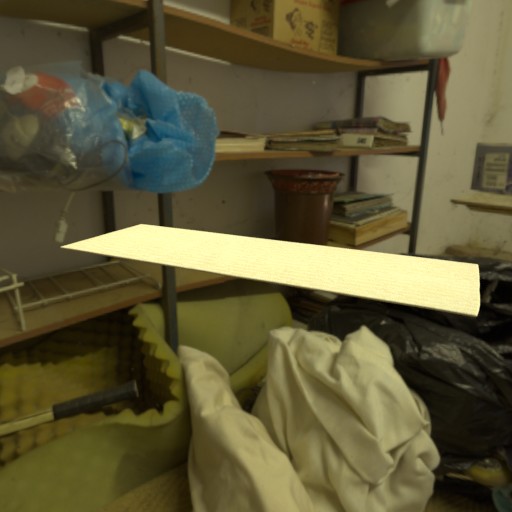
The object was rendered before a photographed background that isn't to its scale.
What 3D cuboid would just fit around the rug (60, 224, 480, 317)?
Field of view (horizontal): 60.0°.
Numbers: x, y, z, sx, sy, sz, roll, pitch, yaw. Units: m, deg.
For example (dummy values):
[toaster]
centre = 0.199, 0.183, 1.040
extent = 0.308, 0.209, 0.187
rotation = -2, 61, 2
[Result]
[rug]
centre = 0.000, 0.000, 2.691
extent = 2.450, 0.014, 0.793
rotation = 8, 18, 25
